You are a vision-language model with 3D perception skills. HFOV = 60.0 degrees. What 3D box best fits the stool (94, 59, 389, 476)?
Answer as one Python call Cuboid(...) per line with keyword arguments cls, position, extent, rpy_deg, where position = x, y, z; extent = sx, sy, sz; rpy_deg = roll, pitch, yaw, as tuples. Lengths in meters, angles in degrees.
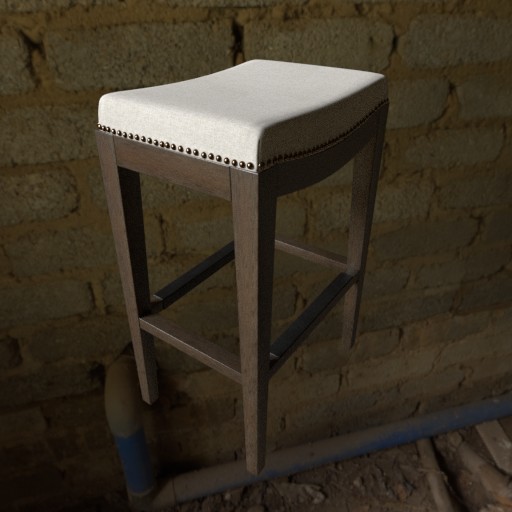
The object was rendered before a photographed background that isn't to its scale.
Cuboid(cls="stool", position=(0.000, 0.000, 1.017), extent=(0.358, 0.759, 0.498), rpy_deg=(21, 38, 29))
